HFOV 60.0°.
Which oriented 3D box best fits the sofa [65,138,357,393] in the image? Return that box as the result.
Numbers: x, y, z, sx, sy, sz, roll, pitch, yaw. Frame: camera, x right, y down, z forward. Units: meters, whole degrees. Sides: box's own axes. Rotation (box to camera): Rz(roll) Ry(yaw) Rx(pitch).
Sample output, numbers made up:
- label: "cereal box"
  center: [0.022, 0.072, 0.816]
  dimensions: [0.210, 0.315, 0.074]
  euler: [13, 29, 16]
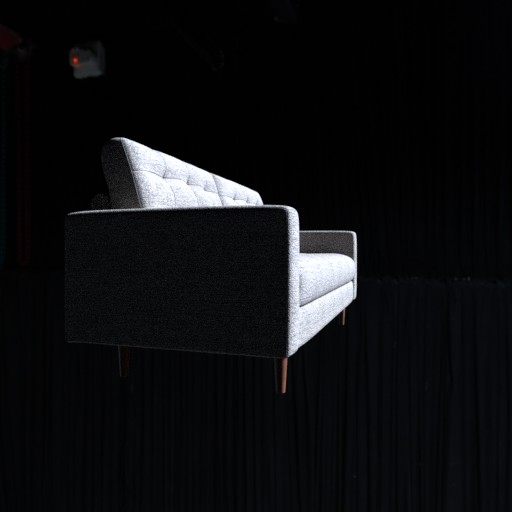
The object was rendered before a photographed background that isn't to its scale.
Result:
- label: "sofa"
  center: [0.000, 0.000, 2.298]
  dimensions: [0.863, 0.902, 1.821]
  euler: [0, 0, 19]
